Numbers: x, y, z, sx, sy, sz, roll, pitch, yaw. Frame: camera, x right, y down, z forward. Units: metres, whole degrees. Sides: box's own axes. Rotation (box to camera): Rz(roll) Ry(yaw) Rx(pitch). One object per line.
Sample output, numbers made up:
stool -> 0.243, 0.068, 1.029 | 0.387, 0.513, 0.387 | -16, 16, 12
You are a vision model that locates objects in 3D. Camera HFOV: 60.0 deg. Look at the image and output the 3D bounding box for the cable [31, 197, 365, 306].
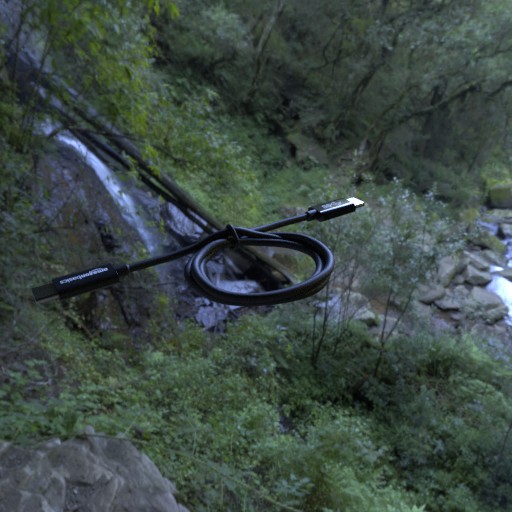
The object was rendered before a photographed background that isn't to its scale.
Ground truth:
cable -> 0.000, 0.000, 0.208 | 0.186, 0.014, 0.070 | -18, 34, -29
